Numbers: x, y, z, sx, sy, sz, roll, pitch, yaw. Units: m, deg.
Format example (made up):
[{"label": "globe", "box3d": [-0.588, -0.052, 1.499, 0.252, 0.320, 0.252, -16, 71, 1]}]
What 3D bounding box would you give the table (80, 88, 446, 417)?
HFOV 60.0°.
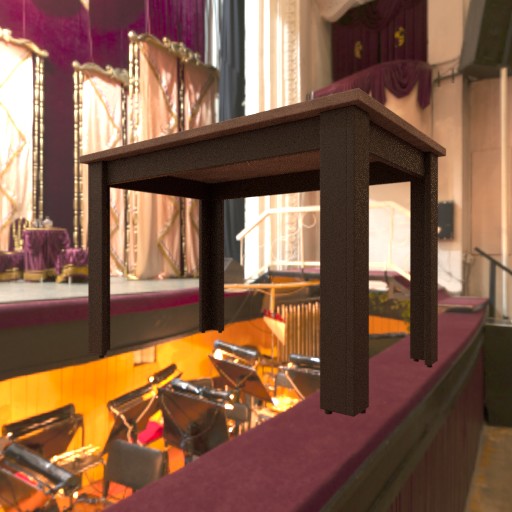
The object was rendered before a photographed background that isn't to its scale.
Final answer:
[{"label": "table", "box3d": [0.000, 0.000, 1.573, 1.100, 0.734, 0.700, 0, 0, 38]}]
